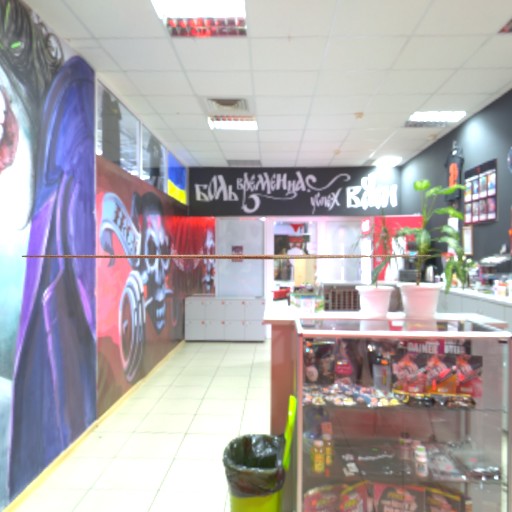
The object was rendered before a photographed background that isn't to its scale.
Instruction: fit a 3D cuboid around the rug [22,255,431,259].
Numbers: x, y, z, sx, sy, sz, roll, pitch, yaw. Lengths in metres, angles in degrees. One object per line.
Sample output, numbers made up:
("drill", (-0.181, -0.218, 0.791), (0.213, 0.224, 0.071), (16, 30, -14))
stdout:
("rug", (0.000, 0.000, 4.217), (2.425, 0.016, 3.198), (0, 0, 35))
